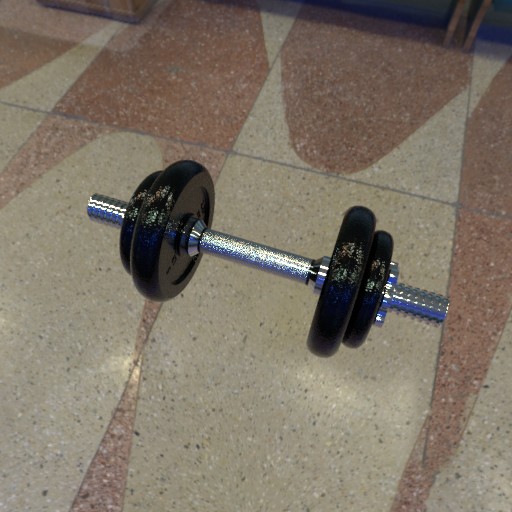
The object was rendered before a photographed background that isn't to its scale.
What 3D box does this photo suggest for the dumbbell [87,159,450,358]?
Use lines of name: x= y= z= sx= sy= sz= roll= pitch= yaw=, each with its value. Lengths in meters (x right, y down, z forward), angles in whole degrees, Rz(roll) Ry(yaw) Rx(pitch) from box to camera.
dumbbell: x=0.000 y=0.000 z=0.597 sx=0.497 sy=0.202 sz=0.202 roll=17 pitch=60 yaw=10
